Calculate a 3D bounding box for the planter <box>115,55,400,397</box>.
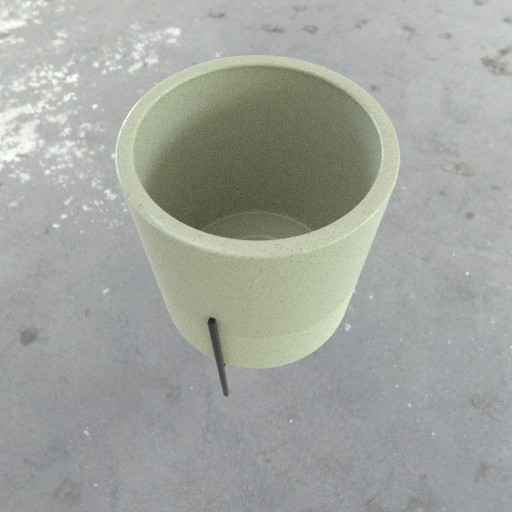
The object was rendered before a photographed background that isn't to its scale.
[{"bbox_3d":[0.000,0.000,0.689,0.314,0.475,0.323,17,59,11],"label":"planter"}]
